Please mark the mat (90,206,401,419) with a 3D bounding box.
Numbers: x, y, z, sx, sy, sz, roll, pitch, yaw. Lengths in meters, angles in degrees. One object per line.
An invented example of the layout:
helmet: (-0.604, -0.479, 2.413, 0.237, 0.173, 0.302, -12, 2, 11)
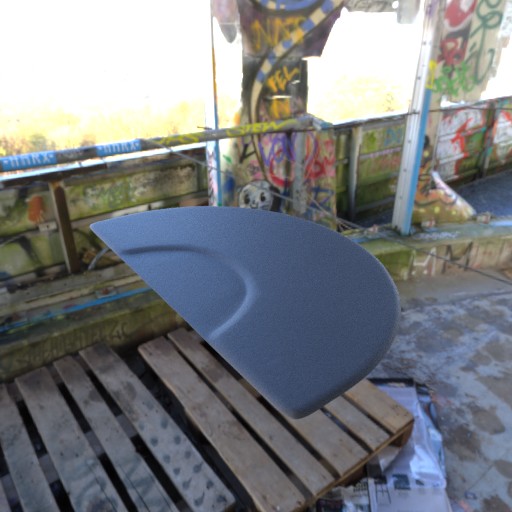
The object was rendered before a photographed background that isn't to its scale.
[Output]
mat: (0.000, 0.000, 1.854, 0.917, 0.016, 1.525, -19, 33, -32)
